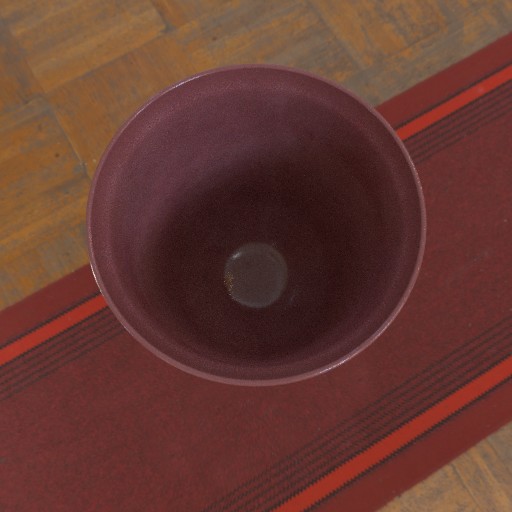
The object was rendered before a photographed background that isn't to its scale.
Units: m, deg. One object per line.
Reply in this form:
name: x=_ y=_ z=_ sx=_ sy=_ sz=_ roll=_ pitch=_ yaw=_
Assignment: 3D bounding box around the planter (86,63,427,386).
planter: x=0.000 y=0.000 z=0.356 sx=0.195 sy=0.214 sz=0.195 roll=0 pitch=75 yaw=0
